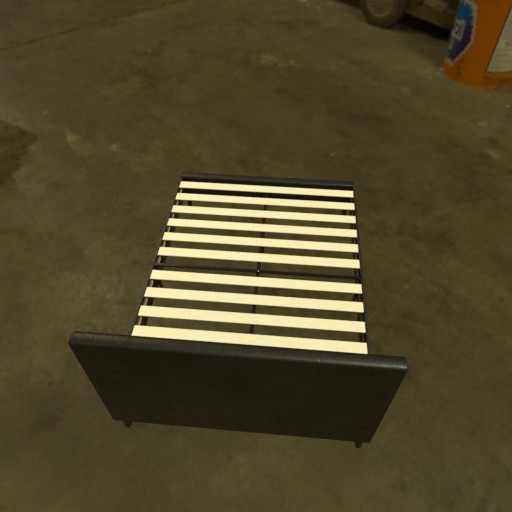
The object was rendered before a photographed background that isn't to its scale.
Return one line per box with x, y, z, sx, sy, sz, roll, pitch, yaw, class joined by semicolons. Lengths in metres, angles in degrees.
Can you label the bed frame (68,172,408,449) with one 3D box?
0.000;0.000;3.292;1.634;1.127;2.318;4;48;3;bed frame
